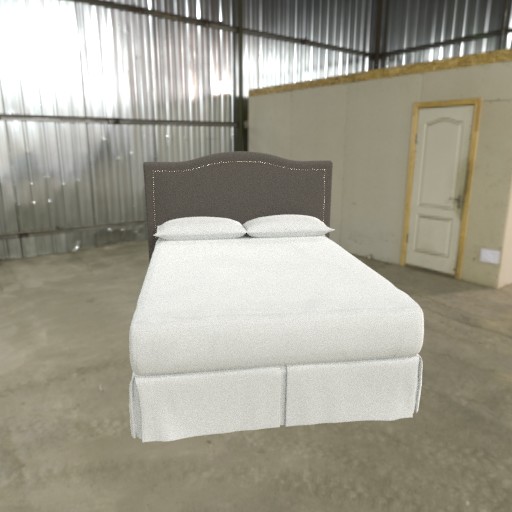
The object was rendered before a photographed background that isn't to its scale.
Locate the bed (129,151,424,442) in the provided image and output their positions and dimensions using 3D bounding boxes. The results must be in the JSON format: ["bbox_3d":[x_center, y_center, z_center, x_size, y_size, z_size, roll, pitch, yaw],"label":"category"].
[{"bbox_3d":[0.000,0.000,3.127,1.666,1.387,2.036,-2,15,-8],"label":"bed"}]
